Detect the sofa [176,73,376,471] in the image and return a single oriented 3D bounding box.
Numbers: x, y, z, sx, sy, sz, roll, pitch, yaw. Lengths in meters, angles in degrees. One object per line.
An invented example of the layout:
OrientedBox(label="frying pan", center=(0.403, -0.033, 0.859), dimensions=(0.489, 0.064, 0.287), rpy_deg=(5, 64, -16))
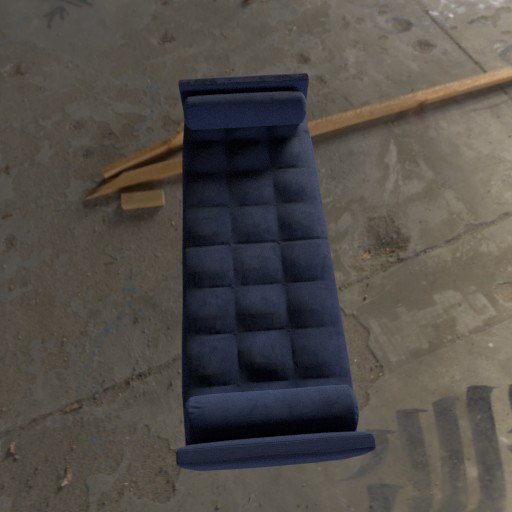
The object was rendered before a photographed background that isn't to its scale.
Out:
OrientedBox(label="sofa", center=(0.000, 0.000, 2.444), dimensions=(0.797, 0.657, 2.102), rpy_deg=(-4, 63, -2))
